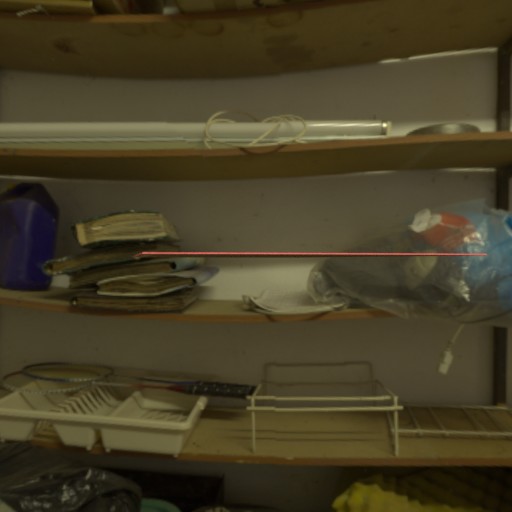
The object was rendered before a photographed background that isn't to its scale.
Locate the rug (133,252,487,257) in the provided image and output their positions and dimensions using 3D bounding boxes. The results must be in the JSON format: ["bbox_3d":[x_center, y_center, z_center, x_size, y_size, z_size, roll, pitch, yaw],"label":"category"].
[{"bbox_3d":[0.000,0.000,2.302,1.209,0.008,1.814,0,-1,-16],"label":"rug"}]
